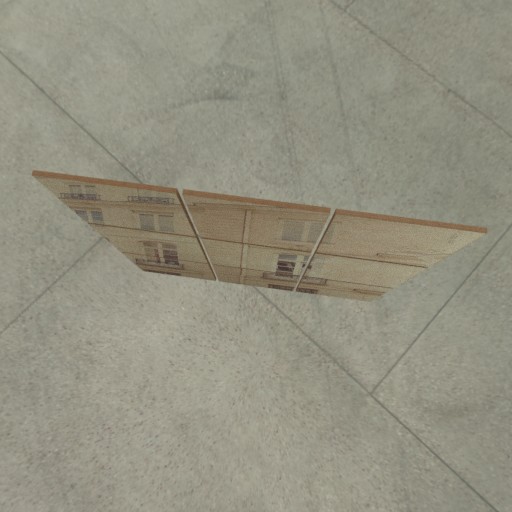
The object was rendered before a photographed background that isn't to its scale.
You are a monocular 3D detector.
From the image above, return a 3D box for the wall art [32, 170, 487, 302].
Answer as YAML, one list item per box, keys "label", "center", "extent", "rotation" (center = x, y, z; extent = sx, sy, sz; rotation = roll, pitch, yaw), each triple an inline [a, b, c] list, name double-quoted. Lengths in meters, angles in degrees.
- label: "wall art"
  center: [0.000, 0.000, 1.326]
  extent: [0.915, 0.913, 0.018]
  rotation: [8, 76, 2]
